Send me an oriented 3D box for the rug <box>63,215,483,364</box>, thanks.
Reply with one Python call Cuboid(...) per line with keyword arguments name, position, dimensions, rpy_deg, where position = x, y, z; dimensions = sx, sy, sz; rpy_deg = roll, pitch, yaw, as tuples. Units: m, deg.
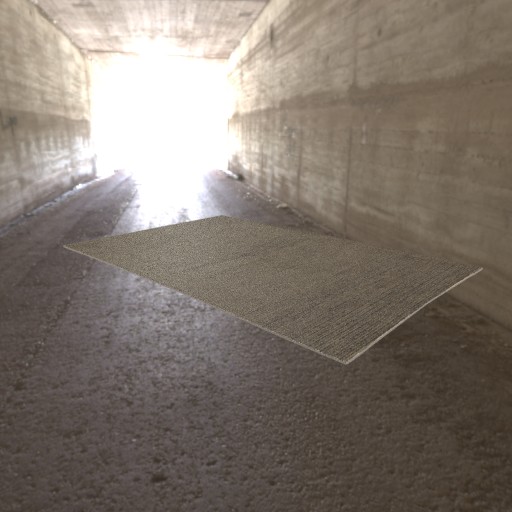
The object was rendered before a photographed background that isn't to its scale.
Cuboid(name="rug", position=(0.000, 0.000, 2.191), dimensions=(1.773, 0.021, 1.149), rpy_deg=(15, 22, 41))
